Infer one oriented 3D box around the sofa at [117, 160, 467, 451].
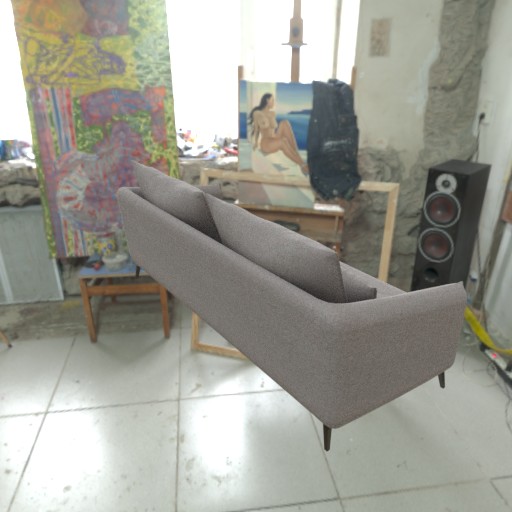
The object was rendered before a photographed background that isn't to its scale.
[{"bbox_3d":[0.000,0.000,2.427,0.809,0.833,2.022,-18,31,-33],"label":"sofa"}]
